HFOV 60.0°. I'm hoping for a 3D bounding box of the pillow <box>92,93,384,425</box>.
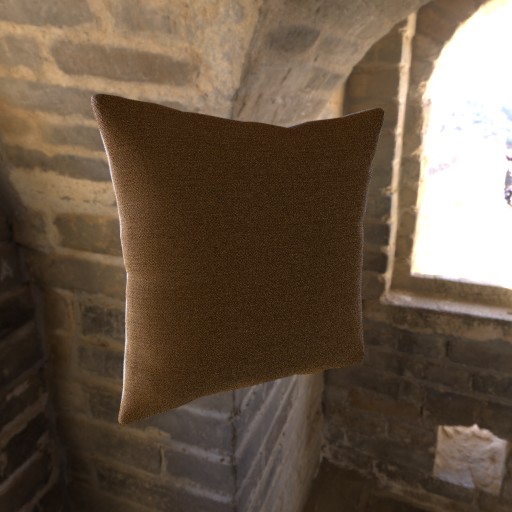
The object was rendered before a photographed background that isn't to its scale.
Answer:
[{"bbox_3d":[0.000,0.000,0.657,0.432,0.437,0.147,-7,17,-26],"label":"pillow"}]
